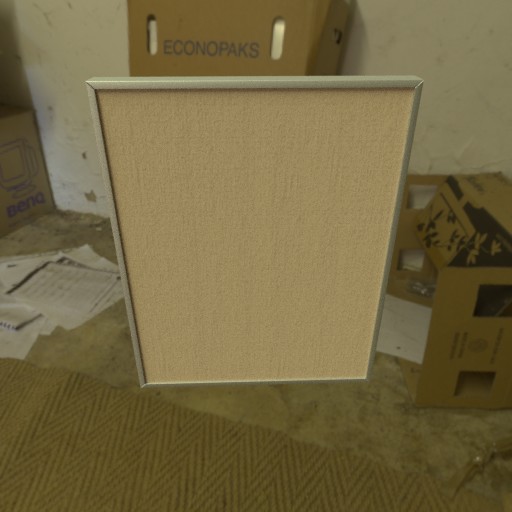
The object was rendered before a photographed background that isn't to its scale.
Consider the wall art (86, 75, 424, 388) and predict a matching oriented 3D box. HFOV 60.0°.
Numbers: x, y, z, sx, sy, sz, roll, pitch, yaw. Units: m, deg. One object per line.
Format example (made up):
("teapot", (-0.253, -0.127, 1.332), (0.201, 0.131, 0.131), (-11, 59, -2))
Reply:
("wall art", (0.000, 0.000, 0.736), (0.445, 0.553, 0.039), (-1, 30, -2))
